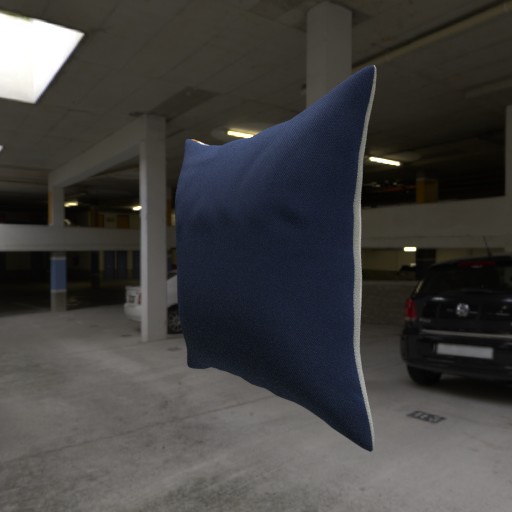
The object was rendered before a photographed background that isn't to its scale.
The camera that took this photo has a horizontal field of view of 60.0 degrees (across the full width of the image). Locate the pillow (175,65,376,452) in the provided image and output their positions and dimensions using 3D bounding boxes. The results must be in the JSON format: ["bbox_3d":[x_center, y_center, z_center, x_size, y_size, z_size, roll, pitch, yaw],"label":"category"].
[{"bbox_3d":[0.000,0.000,0.703,0.173,0.454,0.463,-1,2,-36],"label":"pillow"}]
